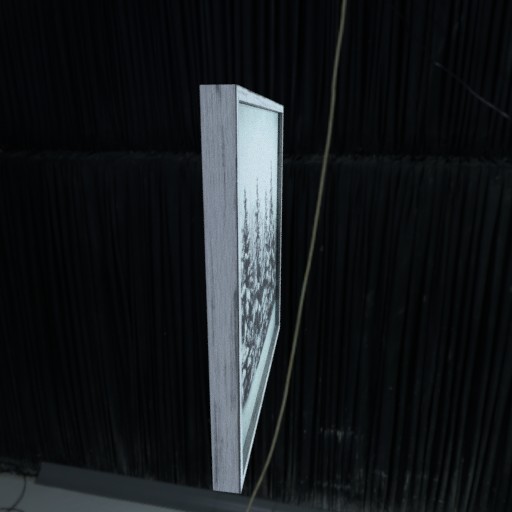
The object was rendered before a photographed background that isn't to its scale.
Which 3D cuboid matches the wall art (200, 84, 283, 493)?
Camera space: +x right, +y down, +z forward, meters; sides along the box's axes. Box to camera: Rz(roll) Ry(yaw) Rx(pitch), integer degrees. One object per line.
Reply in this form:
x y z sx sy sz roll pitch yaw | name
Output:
0.000 0.000 0.756 0.038 0.506 0.506 2 17 8 | wall art
